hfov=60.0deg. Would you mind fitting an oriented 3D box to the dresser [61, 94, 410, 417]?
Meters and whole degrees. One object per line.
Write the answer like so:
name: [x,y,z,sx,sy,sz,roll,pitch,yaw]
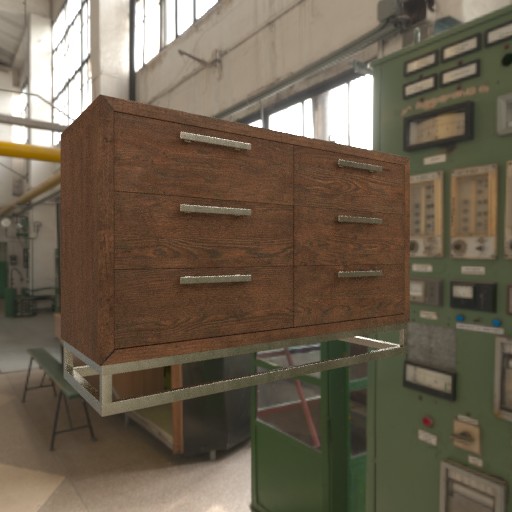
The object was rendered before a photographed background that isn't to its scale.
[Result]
dresser: [0.000,0.000,2.153,1.646,1.061,0.623,0,0,-35]
